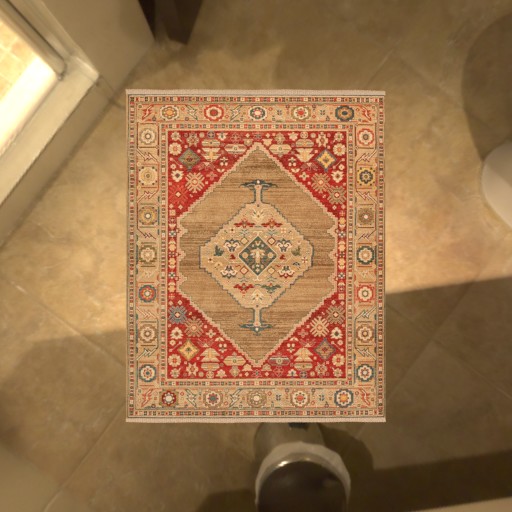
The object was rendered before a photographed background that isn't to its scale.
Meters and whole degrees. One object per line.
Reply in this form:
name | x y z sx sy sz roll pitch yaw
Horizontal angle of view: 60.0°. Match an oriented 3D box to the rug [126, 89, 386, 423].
rug | 0.000 0.000 4.176 2.451 0.008 3.143 0 90 -1
